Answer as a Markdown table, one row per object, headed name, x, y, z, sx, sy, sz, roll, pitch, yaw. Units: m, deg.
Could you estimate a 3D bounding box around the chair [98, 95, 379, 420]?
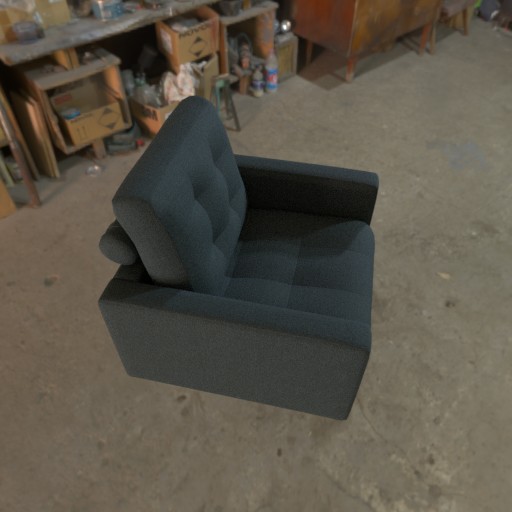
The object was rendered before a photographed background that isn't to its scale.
| name | x | y | z | sx | sy | sz | roll | pitch | yaw |
| --- | --- | --- | --- | --- | --- | --- | --- | --- | --- |
| chair | 0.000 | 0.000 | 1.580 | 0.843 | 0.880 | 0.821 | 9 | 47 | 9 |
